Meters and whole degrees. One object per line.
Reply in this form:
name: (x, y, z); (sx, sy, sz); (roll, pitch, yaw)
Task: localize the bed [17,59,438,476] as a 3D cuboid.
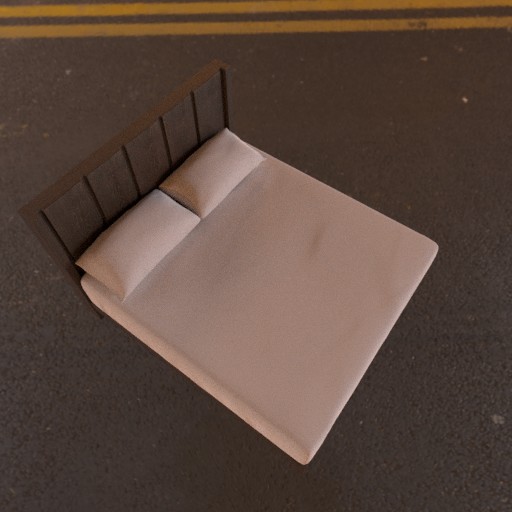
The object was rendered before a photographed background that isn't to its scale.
bed: (0.000, 0.000, 3.025); (1.992, 1.261, 1.735); (32, 63, 19)
